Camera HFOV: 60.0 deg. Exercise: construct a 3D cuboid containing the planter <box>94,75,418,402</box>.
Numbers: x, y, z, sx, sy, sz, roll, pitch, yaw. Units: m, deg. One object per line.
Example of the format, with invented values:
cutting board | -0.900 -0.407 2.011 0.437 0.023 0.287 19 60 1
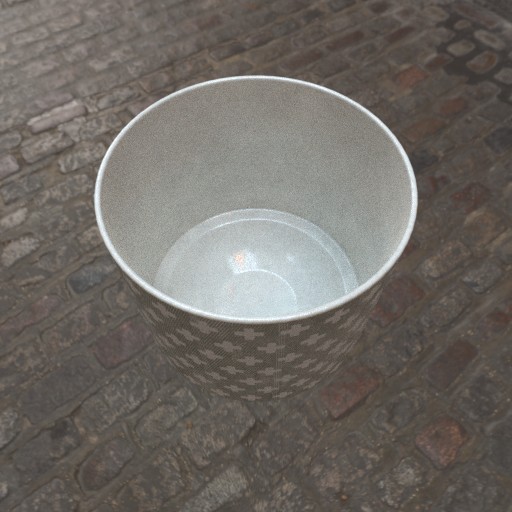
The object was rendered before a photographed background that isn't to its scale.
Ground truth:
planter | 0.000 0.000 0.449 0.250 0.239 0.250 0 58 0
